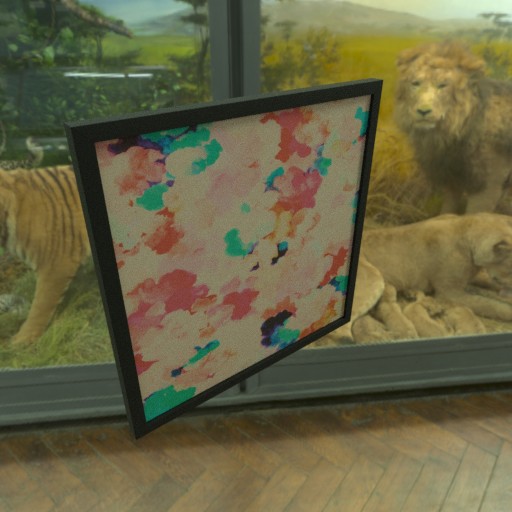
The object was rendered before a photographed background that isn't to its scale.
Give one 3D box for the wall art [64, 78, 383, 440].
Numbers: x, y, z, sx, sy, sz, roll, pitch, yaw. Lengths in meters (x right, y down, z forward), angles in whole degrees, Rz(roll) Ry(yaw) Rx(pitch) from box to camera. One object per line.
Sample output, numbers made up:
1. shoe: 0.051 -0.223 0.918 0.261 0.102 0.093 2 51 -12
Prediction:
1. wall art: 0.000 0.000 0.443 0.306 0.304 0.015 -21 36 -31
